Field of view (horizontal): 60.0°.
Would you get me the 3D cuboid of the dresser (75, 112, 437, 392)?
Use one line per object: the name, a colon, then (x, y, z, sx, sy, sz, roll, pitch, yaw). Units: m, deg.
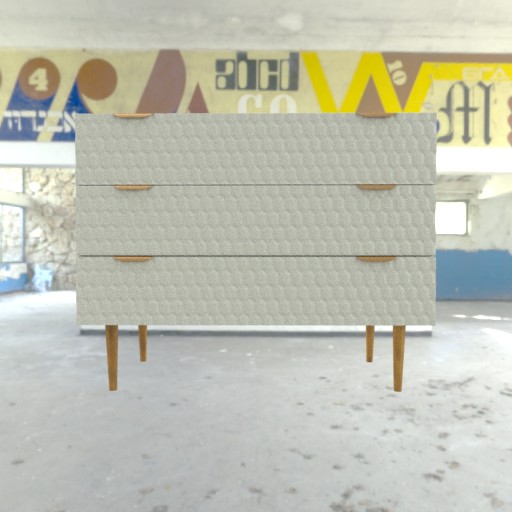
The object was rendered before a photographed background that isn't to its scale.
dresser: (0.000, 0.000, 1.332, 0.905, 0.721, 0.457, 0, 1, 1)
